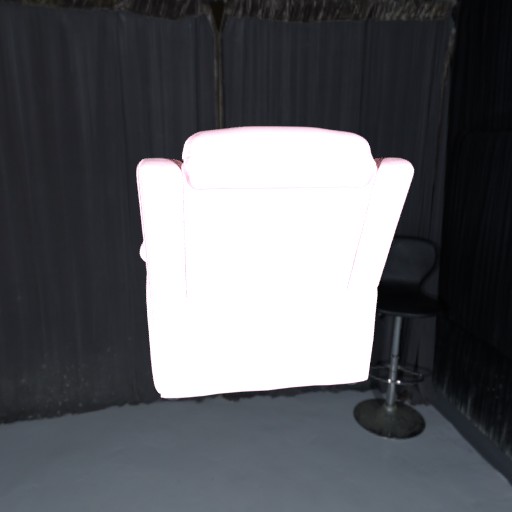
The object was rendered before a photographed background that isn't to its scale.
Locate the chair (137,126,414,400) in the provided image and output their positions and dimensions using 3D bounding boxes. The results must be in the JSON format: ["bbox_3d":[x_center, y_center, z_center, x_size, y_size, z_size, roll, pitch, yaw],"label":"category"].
[{"bbox_3d":[0.000,0.000,1.305,0.680,0.702,0.709,-2,13,-9],"label":"chair"}]
